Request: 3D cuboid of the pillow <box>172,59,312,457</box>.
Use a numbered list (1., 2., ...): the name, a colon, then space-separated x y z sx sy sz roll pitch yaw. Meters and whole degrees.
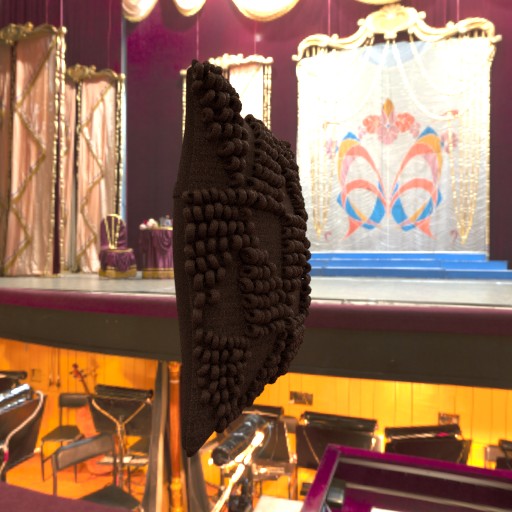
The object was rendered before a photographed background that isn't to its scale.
1. pillow: 0.000 0.000 0.730 0.172 0.467 0.470 0 0 17
